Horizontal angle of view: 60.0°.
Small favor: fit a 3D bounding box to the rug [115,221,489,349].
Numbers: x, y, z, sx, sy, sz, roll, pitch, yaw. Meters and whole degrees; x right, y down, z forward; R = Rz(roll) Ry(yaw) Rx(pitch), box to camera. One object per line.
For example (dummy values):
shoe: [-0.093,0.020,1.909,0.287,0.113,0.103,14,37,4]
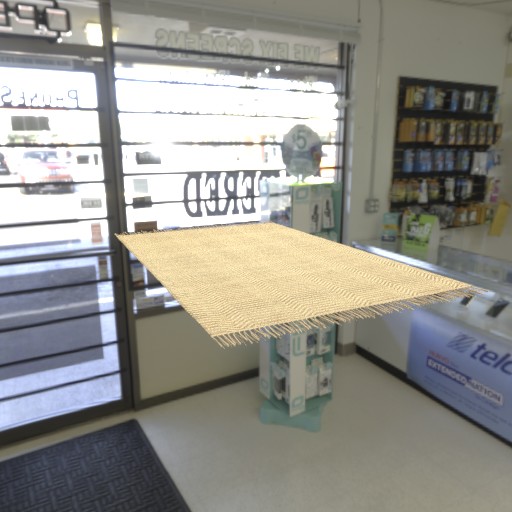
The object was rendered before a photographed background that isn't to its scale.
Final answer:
rug: [0.000,0.000,3.101,1.528,0.034,2.523,-7,15,-25]
